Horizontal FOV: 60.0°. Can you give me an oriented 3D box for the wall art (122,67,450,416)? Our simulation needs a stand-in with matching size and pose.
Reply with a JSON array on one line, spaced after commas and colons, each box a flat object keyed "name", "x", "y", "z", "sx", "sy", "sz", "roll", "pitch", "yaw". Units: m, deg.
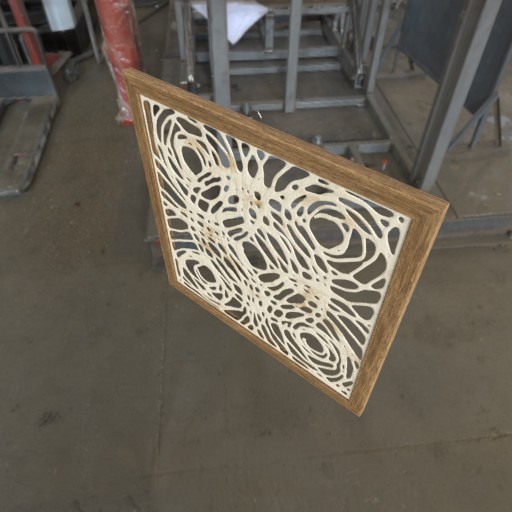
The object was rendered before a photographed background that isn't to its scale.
[{"name": "wall art", "x": 0.000, "y": 0.000, "z": 0.824, "sx": 0.561, "sy": 0.576, "sz": 0.021, "roll": 31, "pitch": 54, "yaw": 25}]
